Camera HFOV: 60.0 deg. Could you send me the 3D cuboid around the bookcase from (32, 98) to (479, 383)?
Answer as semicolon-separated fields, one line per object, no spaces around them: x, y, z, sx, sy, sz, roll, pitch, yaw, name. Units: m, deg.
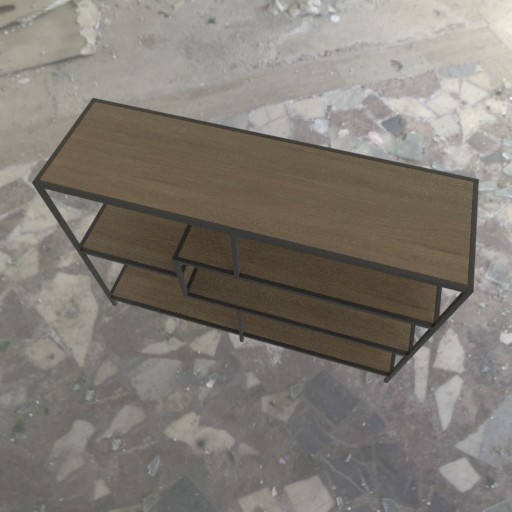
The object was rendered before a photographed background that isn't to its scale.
0.000;0.000;1.514;1.140;0.780;0.350;14;60;8;bookcase
